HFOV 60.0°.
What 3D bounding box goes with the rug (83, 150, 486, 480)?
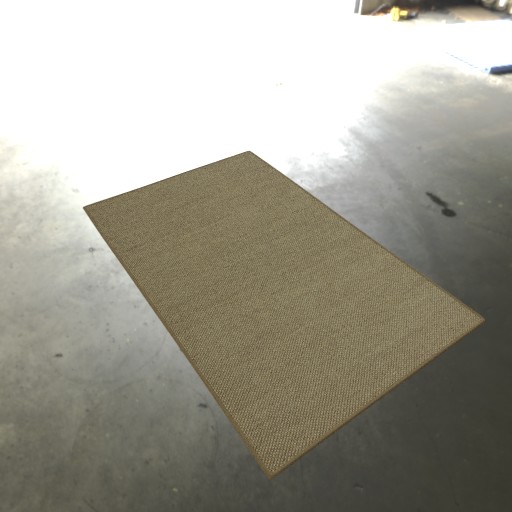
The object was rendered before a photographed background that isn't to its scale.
[{"bbox_3d":[0.000,0.000,2.033,1.062,0.013,1.667,-25,48,-25],"label":"rug"}]
